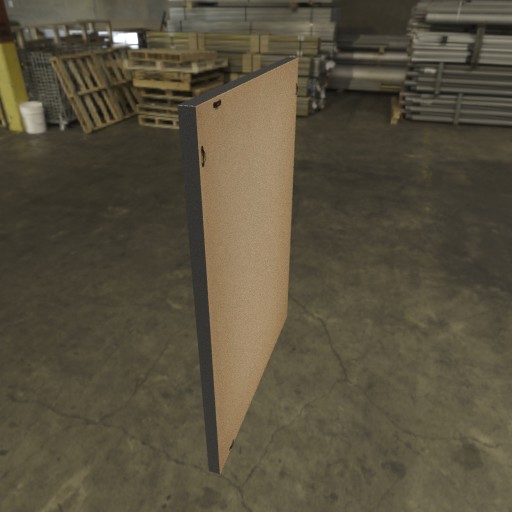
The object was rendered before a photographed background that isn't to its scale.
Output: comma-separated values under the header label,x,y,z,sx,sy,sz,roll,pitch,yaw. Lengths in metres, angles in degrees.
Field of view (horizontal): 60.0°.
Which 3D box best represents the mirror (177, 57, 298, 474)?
label,x,y,z,sx,sy,sz,roll,pitch,yaw
mirror,0.000,0.000,1.327,0.040,1.016,0.762,9,31,15
